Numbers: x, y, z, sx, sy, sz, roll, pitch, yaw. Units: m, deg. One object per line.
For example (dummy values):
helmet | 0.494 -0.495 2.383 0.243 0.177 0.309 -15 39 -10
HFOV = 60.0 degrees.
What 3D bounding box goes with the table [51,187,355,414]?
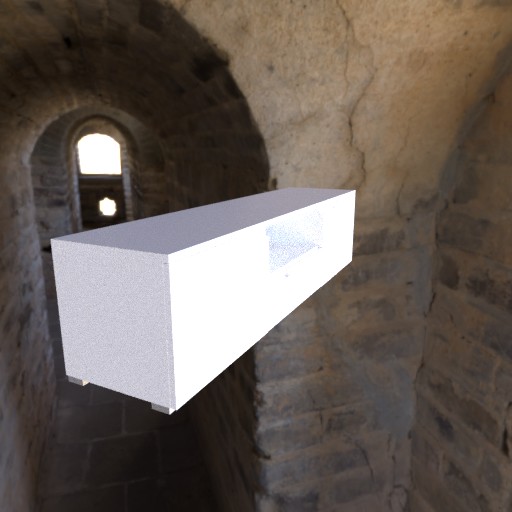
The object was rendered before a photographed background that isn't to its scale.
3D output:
table | 0.000 0.000 1.858 0.390 0.420 1.650 7 16 26
